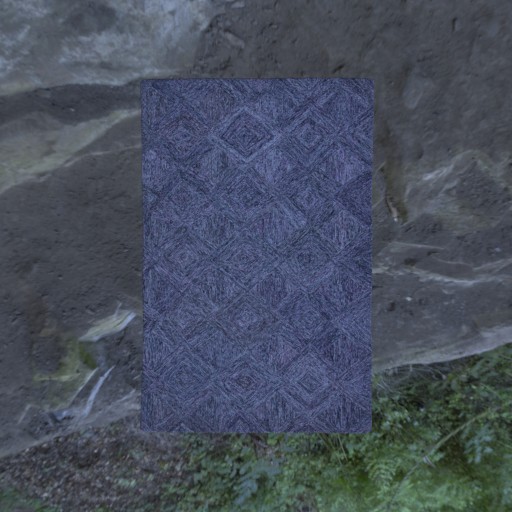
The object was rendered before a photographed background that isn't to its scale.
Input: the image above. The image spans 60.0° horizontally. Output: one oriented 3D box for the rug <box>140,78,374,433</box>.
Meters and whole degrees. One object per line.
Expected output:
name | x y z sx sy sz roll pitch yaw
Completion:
rug | 0.000 0.000 2.193 1.158 0.013 1.752 0 90 1
